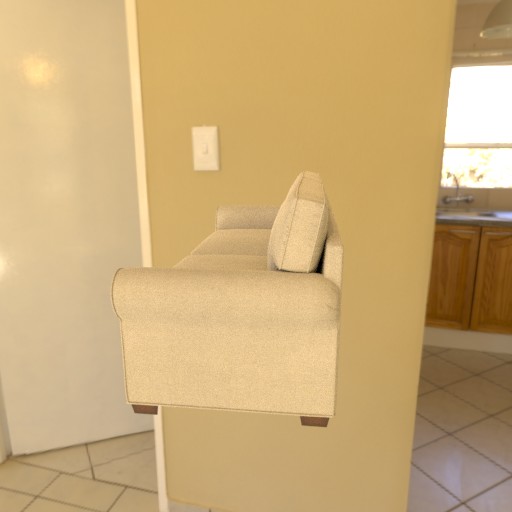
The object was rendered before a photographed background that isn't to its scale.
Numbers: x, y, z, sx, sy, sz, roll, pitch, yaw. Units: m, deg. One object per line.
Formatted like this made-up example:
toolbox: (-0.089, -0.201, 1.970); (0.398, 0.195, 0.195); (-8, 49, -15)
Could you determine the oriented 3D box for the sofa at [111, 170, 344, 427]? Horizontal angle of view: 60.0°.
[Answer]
sofa: (0.000, 0.000, 2.705); (0.901, 0.962, 2.146); (2, 14, 7)
